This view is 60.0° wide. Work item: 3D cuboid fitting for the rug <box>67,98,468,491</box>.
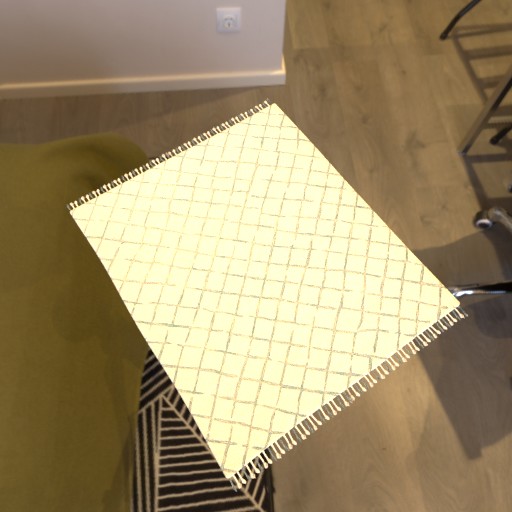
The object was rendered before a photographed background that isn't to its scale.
[{"bbox_3d":[0.000,0.000,4.844,2.892,0.036,3.585,-32,69,-14],"label":"rug"}]
